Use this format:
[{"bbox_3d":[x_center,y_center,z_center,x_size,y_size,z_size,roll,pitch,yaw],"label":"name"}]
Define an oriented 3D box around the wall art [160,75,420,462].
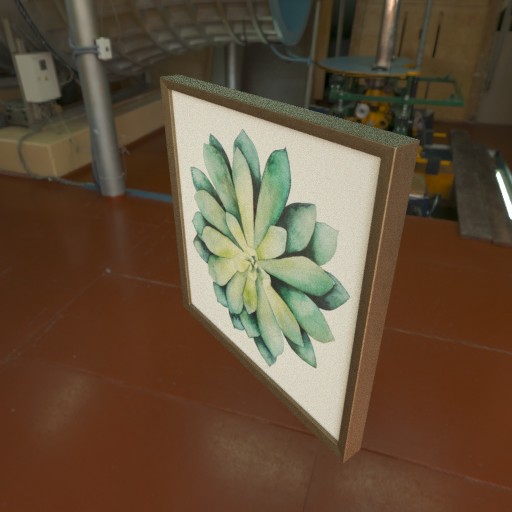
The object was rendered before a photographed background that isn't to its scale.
[{"bbox_3d":[0.000,0.000,0.747,0.040,0.506,0.503,-22,37,-31],"label":"wall art"}]
